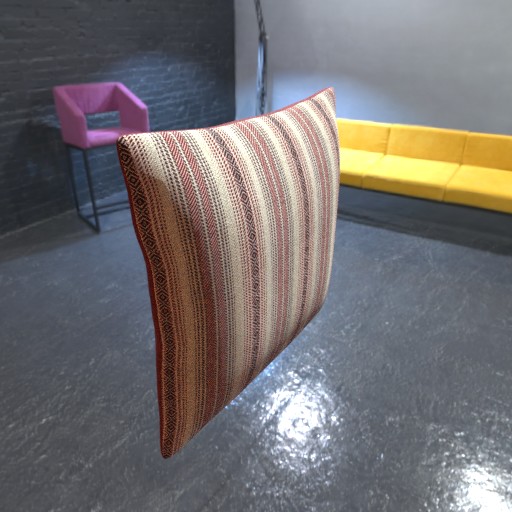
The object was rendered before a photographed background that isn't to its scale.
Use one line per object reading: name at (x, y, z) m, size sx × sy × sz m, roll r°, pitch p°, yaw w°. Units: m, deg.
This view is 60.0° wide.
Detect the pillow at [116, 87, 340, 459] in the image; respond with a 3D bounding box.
pillow at (0.000, 0.000, 0.763) m, size 0.166 × 0.497 × 0.513 m, roll 18°, pitch 33°, yaw 31°
